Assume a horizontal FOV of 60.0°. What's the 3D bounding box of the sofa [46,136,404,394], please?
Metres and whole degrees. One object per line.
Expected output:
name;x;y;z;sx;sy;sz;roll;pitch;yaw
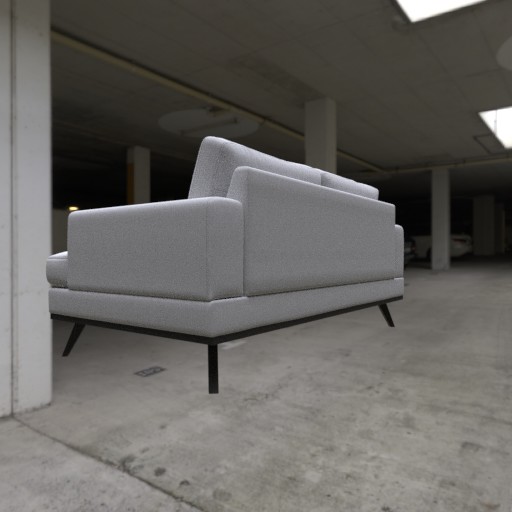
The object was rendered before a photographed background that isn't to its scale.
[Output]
sofa;0.000;0.000;2.169;0.920;0.810;1.650;0;0;37
